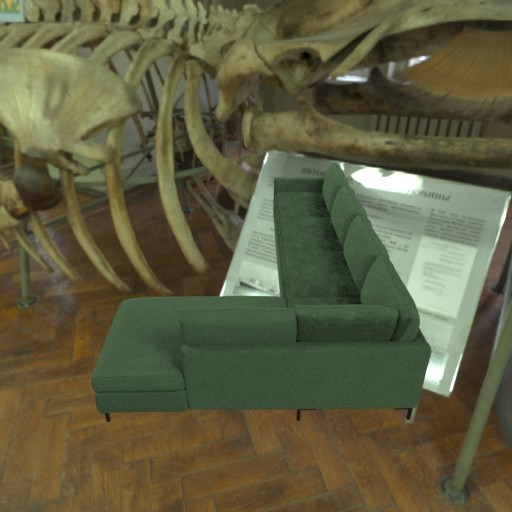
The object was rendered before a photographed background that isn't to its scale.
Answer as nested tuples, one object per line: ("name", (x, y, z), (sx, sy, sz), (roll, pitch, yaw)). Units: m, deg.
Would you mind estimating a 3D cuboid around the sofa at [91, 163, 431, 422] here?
("sofa", (0.000, 0.000, 3.280), (1.707, 0.687, 2.486), (0, 30, 0))
